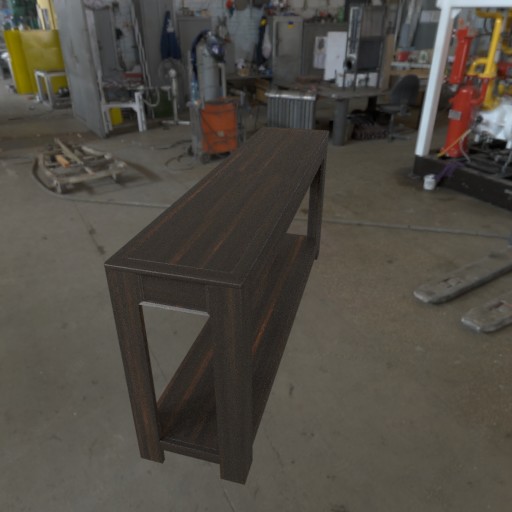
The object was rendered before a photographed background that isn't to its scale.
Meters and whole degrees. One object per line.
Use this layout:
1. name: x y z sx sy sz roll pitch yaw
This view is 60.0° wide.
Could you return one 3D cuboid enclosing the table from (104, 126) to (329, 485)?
1. table: 0.000 0.000 1.971 0.384 0.762 1.631 8 30 14
